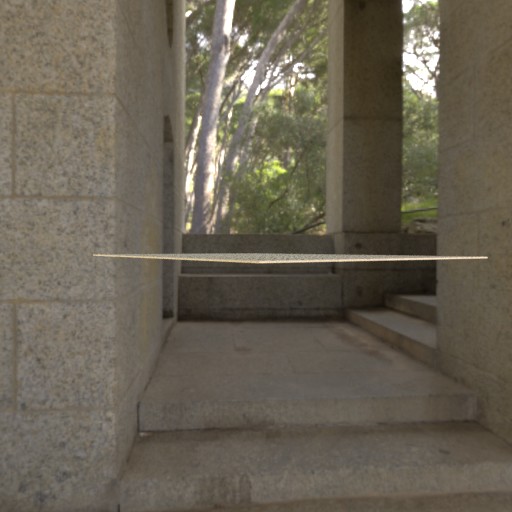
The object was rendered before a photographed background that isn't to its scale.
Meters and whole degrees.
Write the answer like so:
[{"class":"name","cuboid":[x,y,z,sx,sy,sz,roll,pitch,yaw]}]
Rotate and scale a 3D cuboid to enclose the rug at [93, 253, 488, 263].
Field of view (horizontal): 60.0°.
[{"class":"rug","cuboid":[0.000,0.000,2.357,1.220,0.007,1.828,-1,1,-34]}]
